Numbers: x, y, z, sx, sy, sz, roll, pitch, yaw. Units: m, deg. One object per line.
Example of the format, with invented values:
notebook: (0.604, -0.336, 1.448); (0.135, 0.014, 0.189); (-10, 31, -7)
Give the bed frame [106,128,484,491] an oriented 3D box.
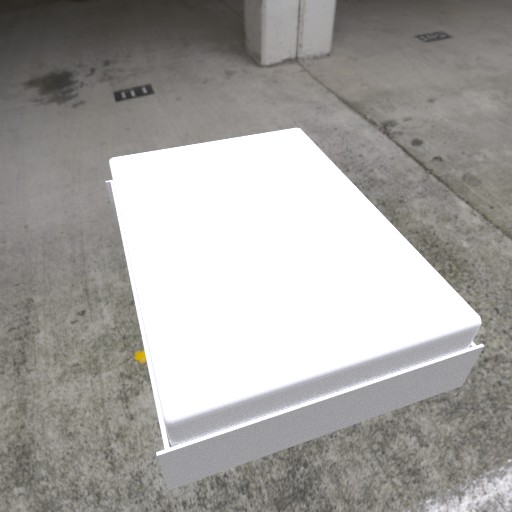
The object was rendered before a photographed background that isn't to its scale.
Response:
bed frame: (0.000, 0.000, 2.503); (1.445, 0.497, 1.945); (-13, 43, -14)
